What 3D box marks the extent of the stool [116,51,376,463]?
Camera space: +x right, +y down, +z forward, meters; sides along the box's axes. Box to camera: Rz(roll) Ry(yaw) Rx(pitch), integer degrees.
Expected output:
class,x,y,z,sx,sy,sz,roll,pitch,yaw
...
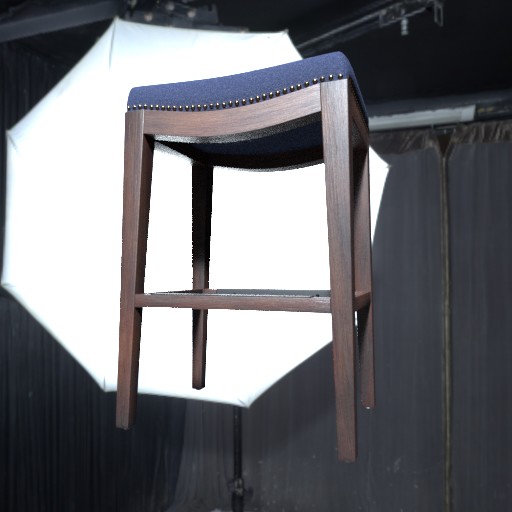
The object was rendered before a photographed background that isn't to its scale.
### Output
class,x,y,z,sx,sy,sz,roll,pitch,yaw
stool,0.000,0.000,1.027,0.498,0.740,0.358,-1,-2,20
